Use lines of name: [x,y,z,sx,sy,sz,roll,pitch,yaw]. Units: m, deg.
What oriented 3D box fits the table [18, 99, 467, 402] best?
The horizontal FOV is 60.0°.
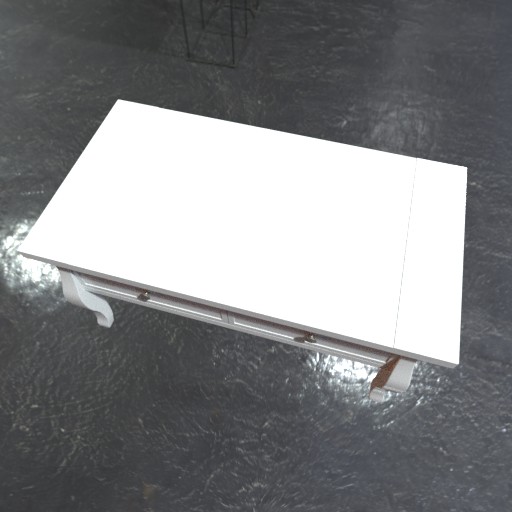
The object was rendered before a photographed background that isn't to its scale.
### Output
table: [0.000,0.000,1.379,1.062,0.495,0.600,13,59,8]
